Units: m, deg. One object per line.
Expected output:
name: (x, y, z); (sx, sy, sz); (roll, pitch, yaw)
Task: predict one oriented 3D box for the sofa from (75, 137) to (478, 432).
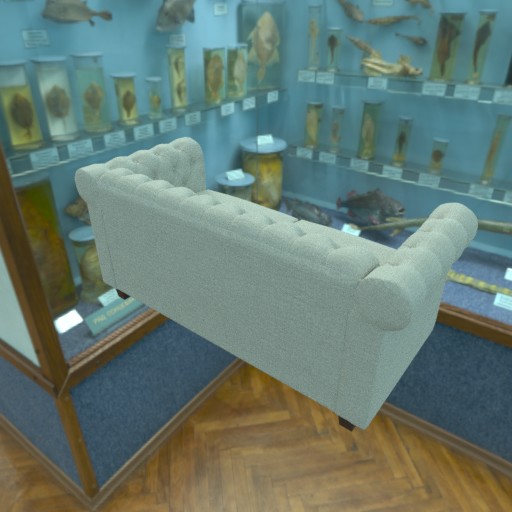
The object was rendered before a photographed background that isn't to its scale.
sofa: (0.000, 0.000, 2.235); (1.798, 0.797, 0.783); (22, 37, 32)
